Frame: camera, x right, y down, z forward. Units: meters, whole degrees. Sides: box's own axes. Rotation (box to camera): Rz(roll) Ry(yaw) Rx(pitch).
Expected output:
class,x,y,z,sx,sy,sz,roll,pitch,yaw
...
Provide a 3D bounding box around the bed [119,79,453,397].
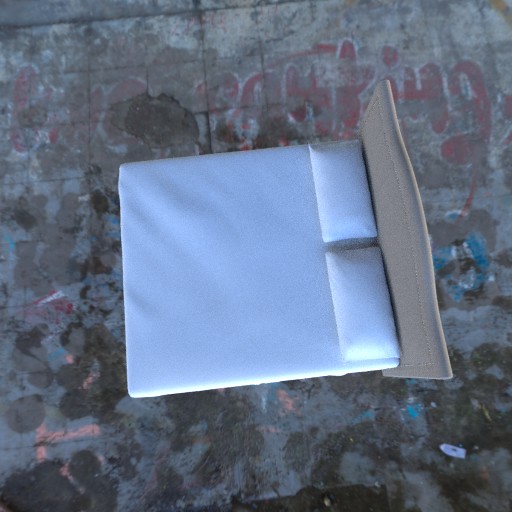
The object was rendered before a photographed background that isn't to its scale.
class,x,y,z,sx,sy,sz,roll,pitch,yaw
bed,0.000,0.000,3.473,2.182,1.421,2.083,-6,76,-2
